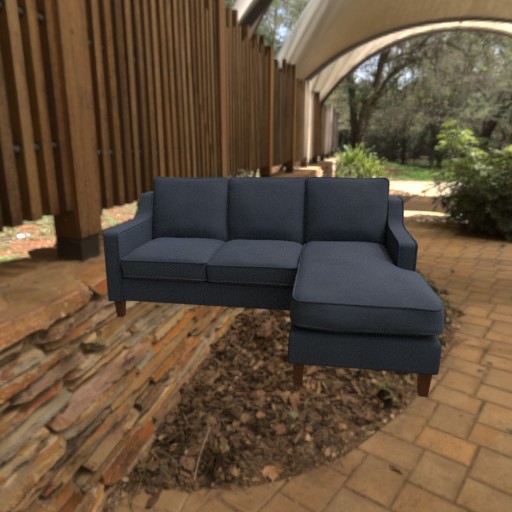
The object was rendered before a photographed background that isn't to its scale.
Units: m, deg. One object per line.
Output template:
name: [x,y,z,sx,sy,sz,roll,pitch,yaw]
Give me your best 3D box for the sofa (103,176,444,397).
sofa: [0.000,0.000,3.297,2.317,1.066,1.858,2,15,9]
